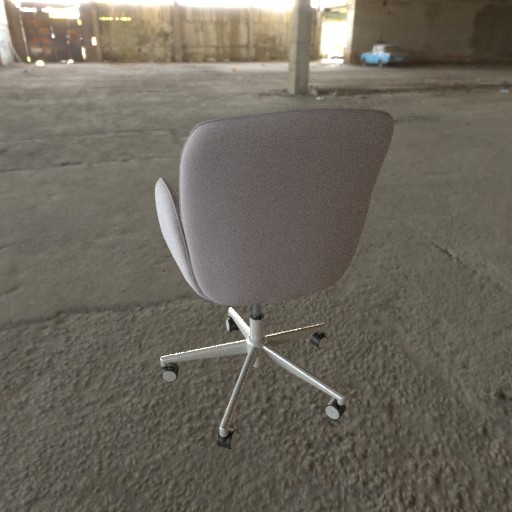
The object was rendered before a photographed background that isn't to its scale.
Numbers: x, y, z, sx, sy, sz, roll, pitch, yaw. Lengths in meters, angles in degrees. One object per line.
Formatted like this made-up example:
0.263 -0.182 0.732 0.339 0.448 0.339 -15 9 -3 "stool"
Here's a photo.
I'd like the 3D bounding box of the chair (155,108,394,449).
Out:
0.000 0.000 1.385 0.648 0.959 0.654 -8 27 -17 "chair"
